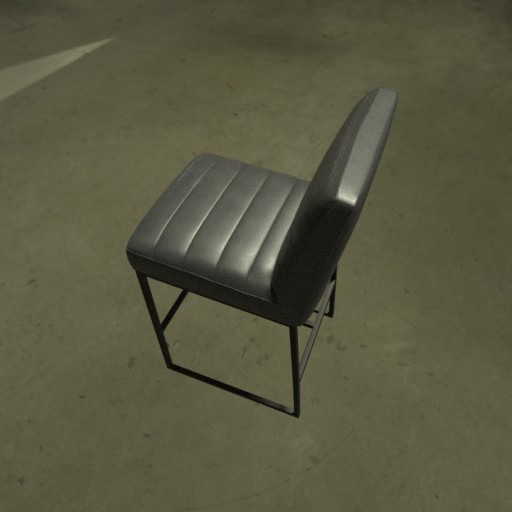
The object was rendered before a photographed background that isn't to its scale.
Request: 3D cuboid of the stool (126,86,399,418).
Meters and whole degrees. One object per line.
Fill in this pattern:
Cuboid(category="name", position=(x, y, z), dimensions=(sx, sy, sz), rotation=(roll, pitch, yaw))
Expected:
Cuboid(category="stool", position=(0.000, 0.000, 1.289), dimensions=(0.552, 0.938, 0.457), rotation=(16, 50, 14))
